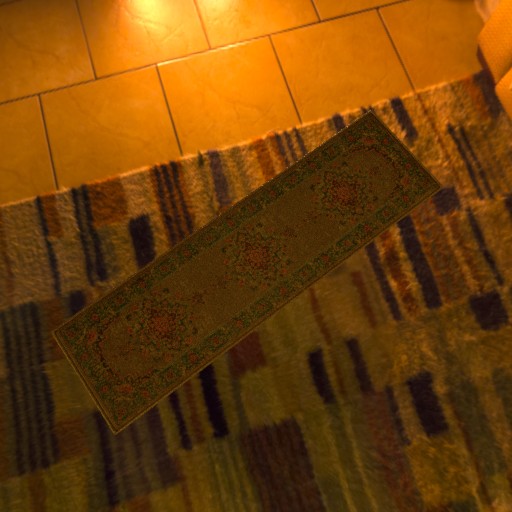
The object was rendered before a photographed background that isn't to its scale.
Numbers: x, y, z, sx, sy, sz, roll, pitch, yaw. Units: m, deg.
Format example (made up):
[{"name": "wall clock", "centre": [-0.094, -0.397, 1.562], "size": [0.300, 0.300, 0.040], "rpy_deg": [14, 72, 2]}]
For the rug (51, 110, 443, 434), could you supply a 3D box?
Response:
[{"name": "rug", "centre": [0.000, 0.000, 2.519], "size": [2.297, 0.019, 0.659], "rpy_deg": [-36, 78, -9]}]
